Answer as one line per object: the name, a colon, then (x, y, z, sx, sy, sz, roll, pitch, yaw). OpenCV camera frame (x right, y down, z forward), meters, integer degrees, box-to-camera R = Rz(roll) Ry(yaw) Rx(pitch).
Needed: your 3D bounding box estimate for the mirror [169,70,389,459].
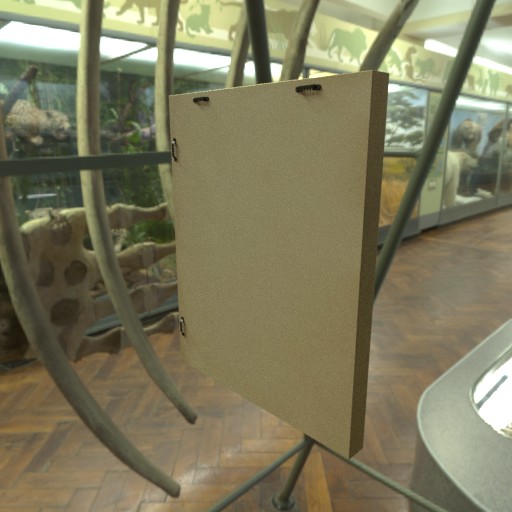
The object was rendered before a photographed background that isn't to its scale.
mirror: (0.000, 0.000, 0.706, 0.041, 0.508, 0.405, -14, 20, -42)
